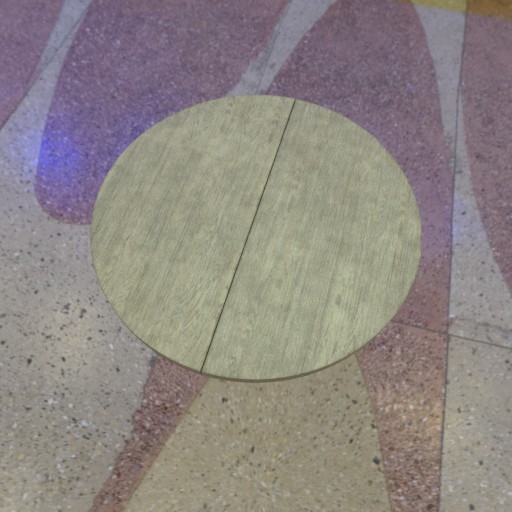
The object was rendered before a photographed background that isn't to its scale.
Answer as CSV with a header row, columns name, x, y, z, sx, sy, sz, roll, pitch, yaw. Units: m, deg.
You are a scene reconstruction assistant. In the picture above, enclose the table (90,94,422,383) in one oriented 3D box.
name,x,y,z,sx,sy,sz,roll,pitch,yaw
table,0.000,0.000,2.188,1.363,0.781,1.363,0,63,0
